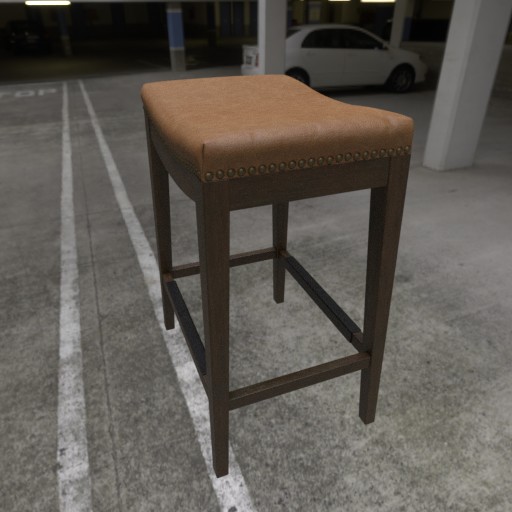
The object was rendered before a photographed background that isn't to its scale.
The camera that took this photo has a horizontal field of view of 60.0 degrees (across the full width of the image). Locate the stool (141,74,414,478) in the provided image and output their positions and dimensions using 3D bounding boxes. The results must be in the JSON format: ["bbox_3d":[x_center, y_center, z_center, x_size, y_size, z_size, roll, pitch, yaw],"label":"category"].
[{"bbox_3d":[0.000,0.000,0.950,0.361,0.660,0.500,-11,32,-19],"label":"stool"}]
